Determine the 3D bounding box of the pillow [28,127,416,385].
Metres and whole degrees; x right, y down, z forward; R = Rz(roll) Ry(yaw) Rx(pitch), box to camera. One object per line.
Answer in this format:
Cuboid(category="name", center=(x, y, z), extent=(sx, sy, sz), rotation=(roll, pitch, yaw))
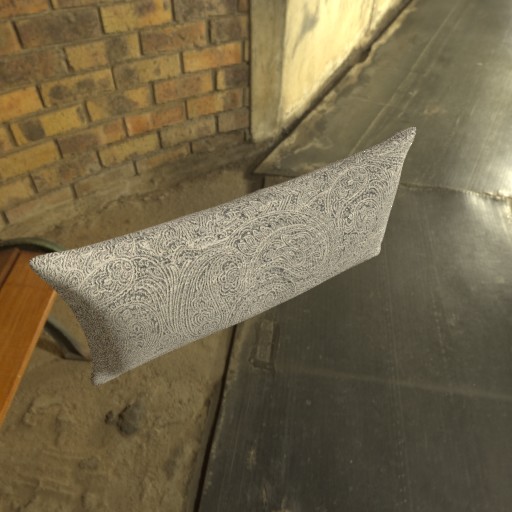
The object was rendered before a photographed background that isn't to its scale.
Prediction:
Cuboid(category="pillow", center=(0.000, 0.000, 0.728), extent=(0.615, 0.295, 0.151), rotation=(-22, 49, -21))
